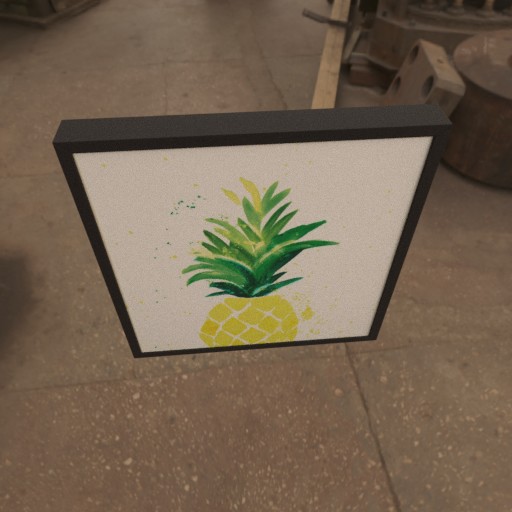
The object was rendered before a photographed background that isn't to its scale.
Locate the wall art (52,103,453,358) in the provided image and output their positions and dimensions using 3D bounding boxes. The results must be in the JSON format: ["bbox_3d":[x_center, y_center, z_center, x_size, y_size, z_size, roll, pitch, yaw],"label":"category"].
[{"bbox_3d":[0.000,0.000,0.457,0.305,0.304,0.033,-4,46,-3],"label":"wall art"}]
